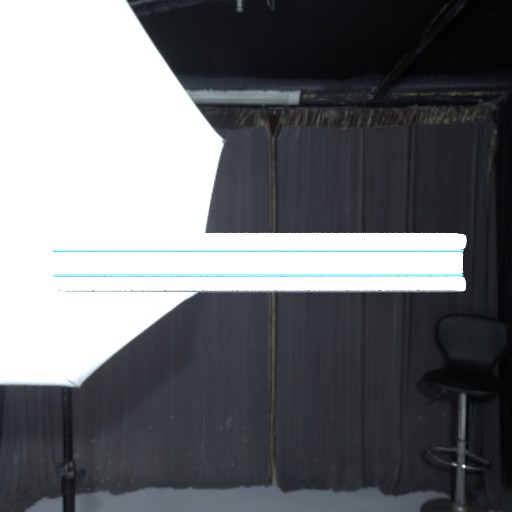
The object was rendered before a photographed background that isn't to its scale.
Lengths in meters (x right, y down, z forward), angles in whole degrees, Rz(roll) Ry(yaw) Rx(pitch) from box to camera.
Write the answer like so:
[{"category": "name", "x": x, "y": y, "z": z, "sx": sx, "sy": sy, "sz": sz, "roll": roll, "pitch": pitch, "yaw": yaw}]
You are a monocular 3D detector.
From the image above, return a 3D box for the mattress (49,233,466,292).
[{"category": "mattress", "x": 0.000, "y": 0.000, "z": 2.693, "sx": 1.600, "sy": 0.230, "sz": 2.000, "roll": 0, "pitch": 2, "yaw": -1}]
